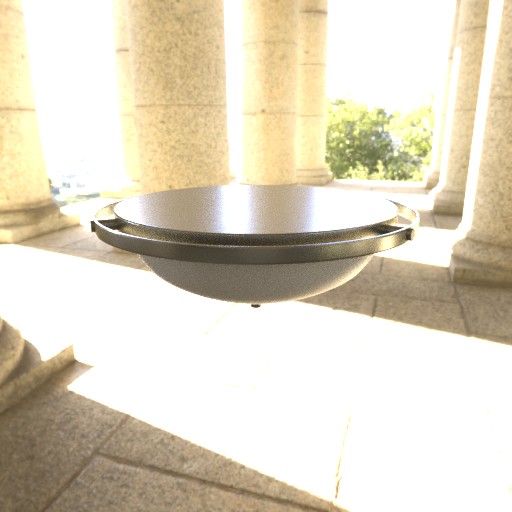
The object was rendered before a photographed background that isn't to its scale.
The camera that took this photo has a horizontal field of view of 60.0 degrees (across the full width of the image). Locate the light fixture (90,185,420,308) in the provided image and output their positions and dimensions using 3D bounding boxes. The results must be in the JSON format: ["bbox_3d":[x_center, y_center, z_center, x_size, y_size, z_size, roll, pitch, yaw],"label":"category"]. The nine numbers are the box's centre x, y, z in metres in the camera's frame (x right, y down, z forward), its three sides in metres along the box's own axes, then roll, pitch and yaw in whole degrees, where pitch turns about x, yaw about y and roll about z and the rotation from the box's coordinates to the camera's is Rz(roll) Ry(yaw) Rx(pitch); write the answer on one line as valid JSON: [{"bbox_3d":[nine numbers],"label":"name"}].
[{"bbox_3d":[0.000,0.000,0.535,0.361,0.130,0.361,0,16,0],"label":"light fixture"}]
